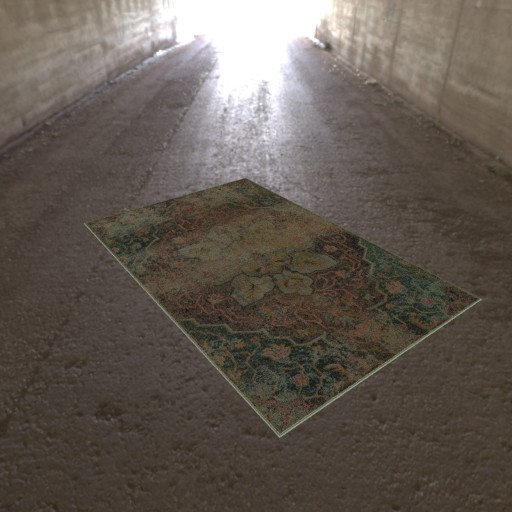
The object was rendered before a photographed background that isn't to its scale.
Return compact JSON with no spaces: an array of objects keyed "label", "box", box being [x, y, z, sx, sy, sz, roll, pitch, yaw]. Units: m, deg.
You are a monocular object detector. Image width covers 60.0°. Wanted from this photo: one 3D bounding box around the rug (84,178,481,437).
[{"label":"rug","box":[0.000,0.000,2.976,1.566,0.004,2.363,-21,38,-30]}]
